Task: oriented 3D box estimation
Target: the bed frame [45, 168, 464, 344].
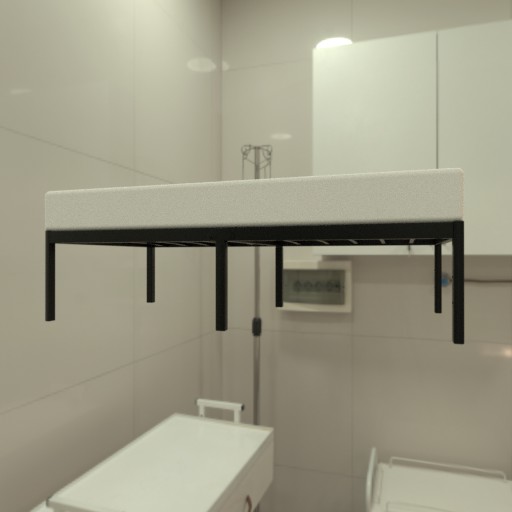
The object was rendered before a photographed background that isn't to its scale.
[{"bbox_3d":[0.000,0.000,2.414,1.950,0.659,1.023,0,0,18],"label":"bed frame"}]
